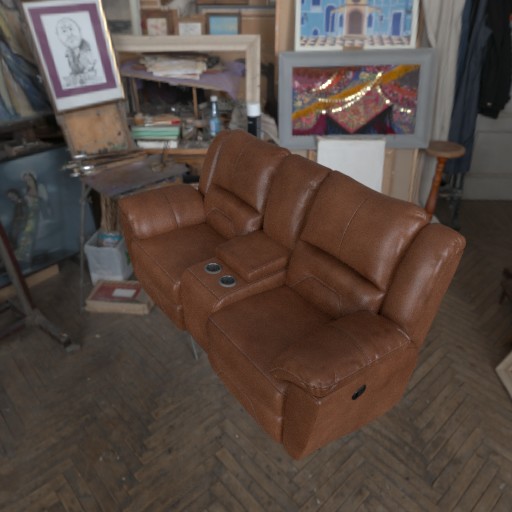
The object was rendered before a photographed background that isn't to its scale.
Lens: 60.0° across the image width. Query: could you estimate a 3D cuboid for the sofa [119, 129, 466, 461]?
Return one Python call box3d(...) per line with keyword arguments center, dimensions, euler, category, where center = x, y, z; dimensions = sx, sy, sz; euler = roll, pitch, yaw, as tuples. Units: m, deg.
box3d(center=(0.000, 0.000, 2.642), dimensions=(0.991, 1.043, 2.058), euler=(-22, 39, -30), category="sofa")
